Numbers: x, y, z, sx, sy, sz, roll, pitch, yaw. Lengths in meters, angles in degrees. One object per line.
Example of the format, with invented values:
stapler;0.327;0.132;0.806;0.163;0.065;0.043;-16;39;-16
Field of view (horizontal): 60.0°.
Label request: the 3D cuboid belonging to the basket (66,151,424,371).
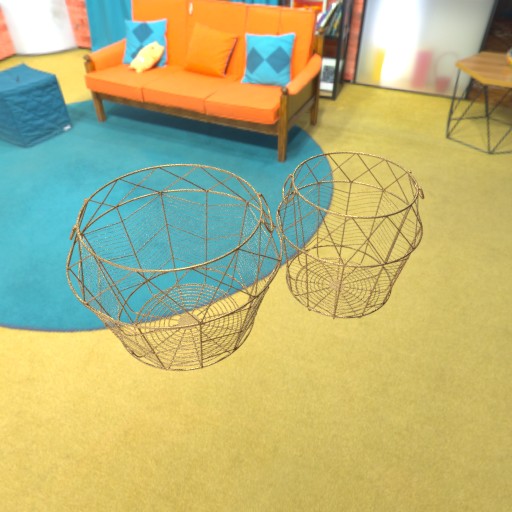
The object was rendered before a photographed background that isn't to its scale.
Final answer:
basket;0.000;0.000;1.037;0.805;0.343;0.451;-12;42;-14
